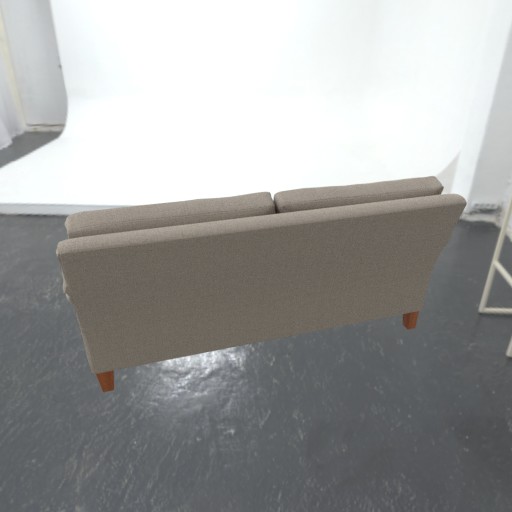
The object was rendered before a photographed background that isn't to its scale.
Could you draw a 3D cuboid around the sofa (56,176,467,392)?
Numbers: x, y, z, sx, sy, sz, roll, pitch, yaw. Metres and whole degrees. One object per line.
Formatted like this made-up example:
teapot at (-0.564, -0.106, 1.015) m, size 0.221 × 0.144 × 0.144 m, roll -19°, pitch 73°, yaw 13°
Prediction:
sofa at (0.000, 0.000, 2.800) m, size 2.160 × 1.054 × 1.087 m, roll -8°, pitch 29°, yaw -15°
